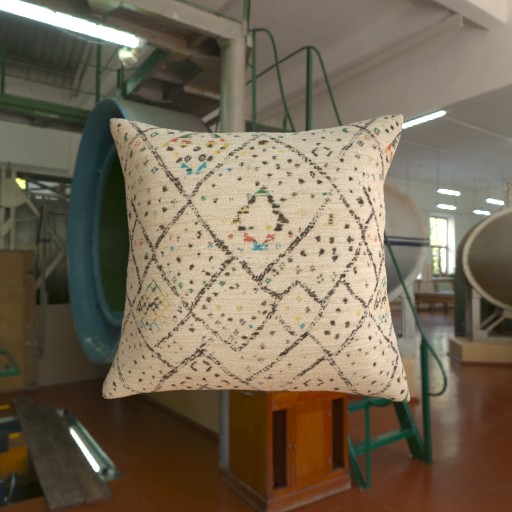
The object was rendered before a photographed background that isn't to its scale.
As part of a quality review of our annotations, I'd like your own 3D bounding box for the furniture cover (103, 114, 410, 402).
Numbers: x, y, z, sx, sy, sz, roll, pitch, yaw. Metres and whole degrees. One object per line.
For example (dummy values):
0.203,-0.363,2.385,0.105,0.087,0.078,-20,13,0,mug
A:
0.000,0.000,0.770,0.525,0.498,0.180,0,-2,0,furniture cover
